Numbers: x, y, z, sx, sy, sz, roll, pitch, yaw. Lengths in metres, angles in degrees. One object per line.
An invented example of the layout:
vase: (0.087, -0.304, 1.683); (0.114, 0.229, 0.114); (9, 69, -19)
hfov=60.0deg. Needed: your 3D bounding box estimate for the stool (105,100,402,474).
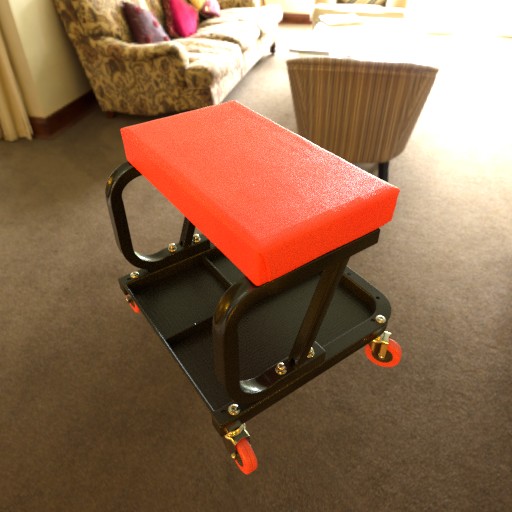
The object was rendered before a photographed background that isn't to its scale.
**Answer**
stool: (0.000, 0.000, 0.731); (0.371, 0.380, 0.446); (-24, 45, -26)
